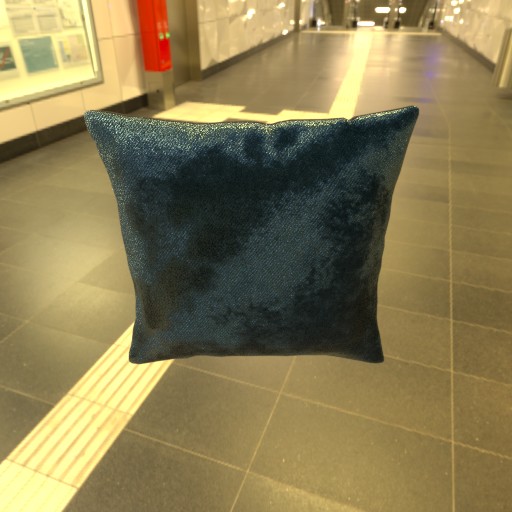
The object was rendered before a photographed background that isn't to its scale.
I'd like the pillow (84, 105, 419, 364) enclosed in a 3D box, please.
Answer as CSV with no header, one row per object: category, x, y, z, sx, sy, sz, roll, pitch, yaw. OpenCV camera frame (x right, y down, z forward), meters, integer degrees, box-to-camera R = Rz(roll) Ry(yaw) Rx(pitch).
pillow,0.000,0.000,0.655,0.436,0.430,0.138,0,31,1
